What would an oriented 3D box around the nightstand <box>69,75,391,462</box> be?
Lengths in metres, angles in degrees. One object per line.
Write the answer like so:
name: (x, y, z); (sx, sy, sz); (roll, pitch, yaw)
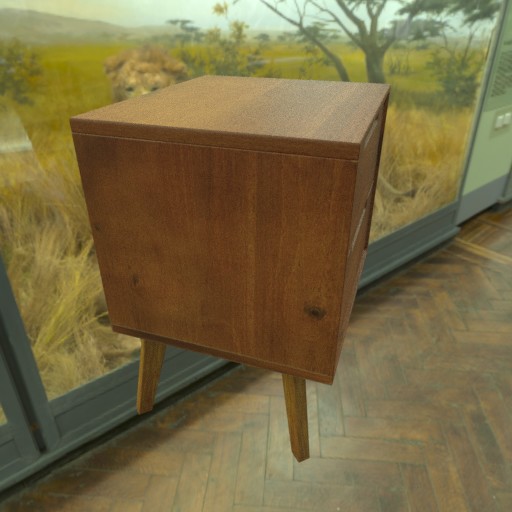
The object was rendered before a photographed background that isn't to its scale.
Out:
nightstand: (0.000, 0.000, 0.906); (0.411, 0.618, 0.460); (10, 31, 17)
